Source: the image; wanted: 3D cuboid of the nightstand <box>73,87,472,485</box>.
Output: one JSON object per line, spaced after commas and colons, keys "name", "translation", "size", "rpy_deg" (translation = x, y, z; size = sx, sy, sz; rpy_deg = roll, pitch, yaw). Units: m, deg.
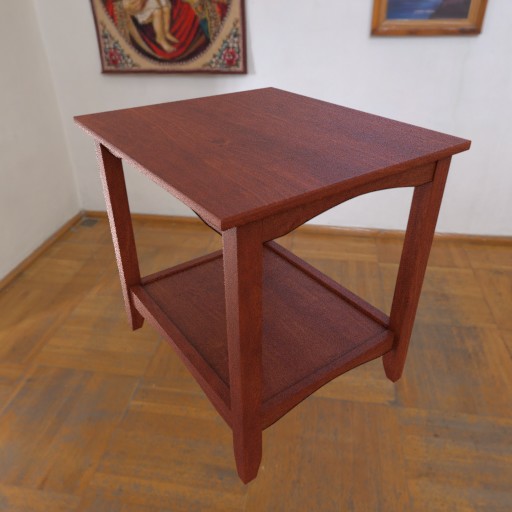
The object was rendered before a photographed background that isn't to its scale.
{"name": "nightstand", "translation": [0.000, 0.000, 0.964], "size": [0.501, 0.558, 0.558], "rpy_deg": [-21, 37, -30]}
